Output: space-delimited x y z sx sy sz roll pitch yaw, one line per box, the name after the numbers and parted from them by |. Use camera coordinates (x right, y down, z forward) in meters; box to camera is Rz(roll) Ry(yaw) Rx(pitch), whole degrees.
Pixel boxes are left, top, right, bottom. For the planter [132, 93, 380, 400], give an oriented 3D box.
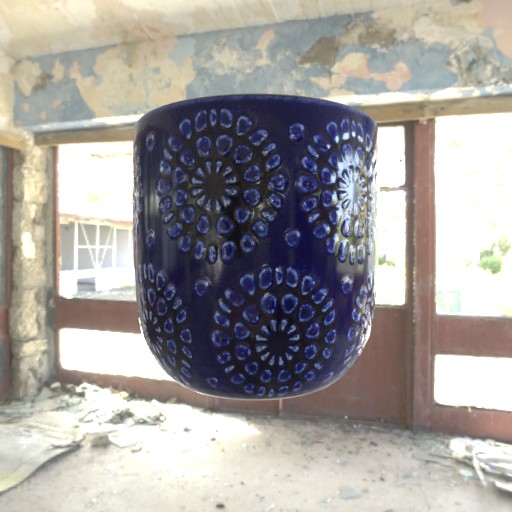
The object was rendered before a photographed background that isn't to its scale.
0.000 0.000 0.203 0.109 0.112 0.109 0 1 0 | planter
